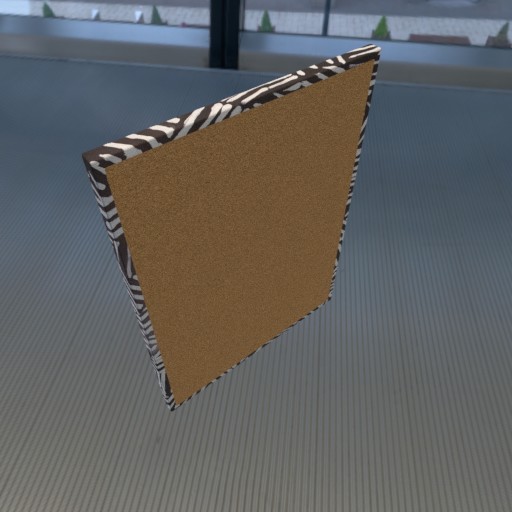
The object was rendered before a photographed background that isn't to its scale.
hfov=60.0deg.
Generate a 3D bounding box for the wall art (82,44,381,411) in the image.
[{"bbox_3d":[0.000,0.000,1.307,0.765,1.017,0.038,-30,54,-25],"label":"wall art"}]
